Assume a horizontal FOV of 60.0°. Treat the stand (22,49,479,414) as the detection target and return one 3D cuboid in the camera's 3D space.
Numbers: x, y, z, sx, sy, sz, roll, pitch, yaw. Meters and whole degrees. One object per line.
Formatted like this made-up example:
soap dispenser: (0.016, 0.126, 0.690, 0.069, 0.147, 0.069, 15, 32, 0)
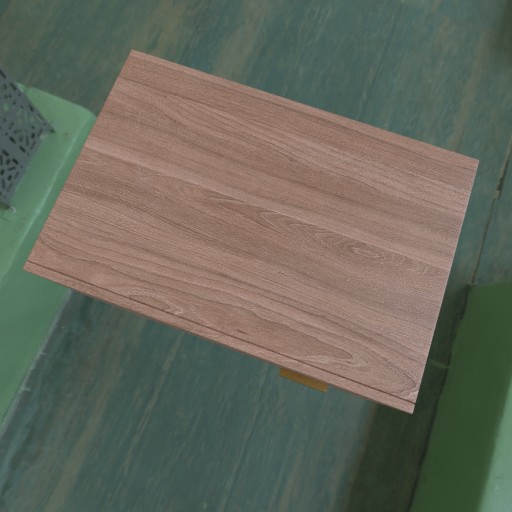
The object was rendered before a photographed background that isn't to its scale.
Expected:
stand: (0.000, 0.000, 0.921, 0.600, 0.500, 0.420, 19, 77, 5)
